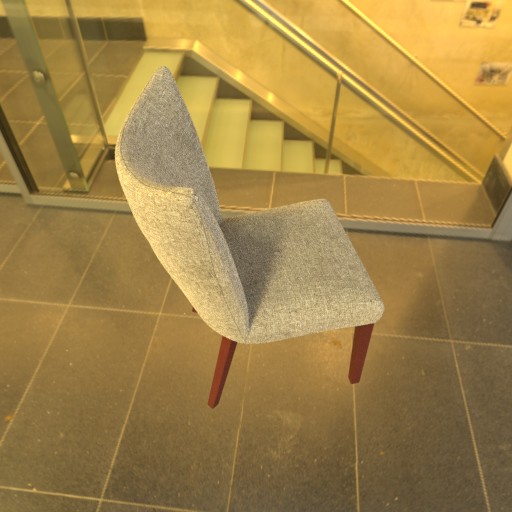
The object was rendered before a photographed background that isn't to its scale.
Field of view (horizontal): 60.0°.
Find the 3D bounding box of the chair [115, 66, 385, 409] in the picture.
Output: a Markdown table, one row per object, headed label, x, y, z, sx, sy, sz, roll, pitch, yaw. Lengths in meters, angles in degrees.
| label | x | y | z | sx | sy | sz | roll | pitch | yaw |
| --- | --- | --- | --- | --- | --- | --- | --- | --- | --- |
| chair | 0.000 | 0.000 | 1.282 | 0.623 | 0.924 | 0.535 | -10 | 48 | -9 |
